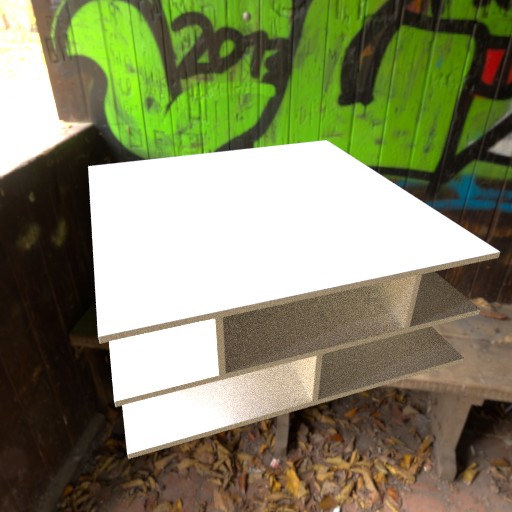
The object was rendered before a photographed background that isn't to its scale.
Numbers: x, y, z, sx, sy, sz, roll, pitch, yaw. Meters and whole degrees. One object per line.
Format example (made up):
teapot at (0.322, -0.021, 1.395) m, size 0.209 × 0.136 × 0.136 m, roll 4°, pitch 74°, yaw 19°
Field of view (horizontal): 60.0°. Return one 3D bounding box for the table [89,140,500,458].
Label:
table at (0.000, 0.000, 1.067) m, size 0.700 × 0.289 × 0.700 m, roll -10°, pitch 33°, yaw -16°
